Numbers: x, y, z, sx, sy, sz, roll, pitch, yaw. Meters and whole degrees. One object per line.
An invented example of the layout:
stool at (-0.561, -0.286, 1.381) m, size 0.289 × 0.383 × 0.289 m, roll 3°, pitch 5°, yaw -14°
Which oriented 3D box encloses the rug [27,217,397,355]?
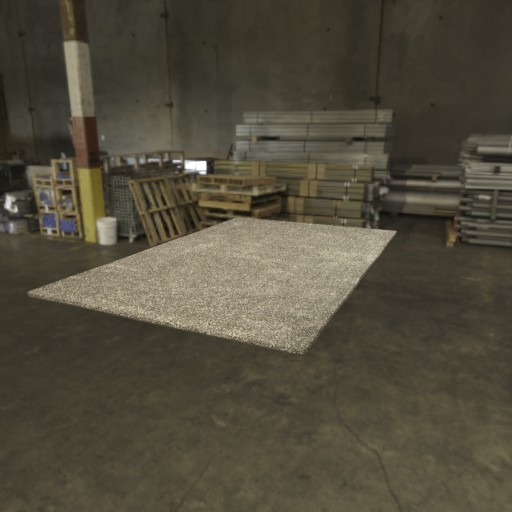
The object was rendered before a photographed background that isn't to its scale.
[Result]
rug at (0.000, 0.000, 2.986) m, size 1.502 × 0.025 × 2.350 m, roll 7°, pitch 17°, yaw 24°
